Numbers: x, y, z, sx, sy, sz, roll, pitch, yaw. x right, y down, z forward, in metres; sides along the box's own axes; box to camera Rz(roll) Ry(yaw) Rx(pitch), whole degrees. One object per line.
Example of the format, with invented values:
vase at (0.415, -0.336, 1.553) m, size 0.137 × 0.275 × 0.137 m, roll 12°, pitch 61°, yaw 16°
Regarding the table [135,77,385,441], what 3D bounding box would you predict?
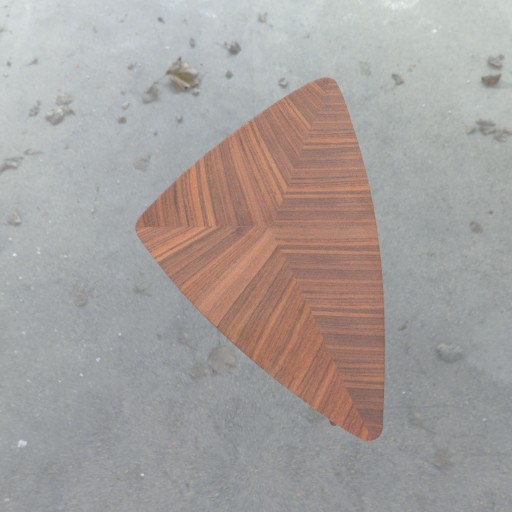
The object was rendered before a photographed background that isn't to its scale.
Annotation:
table at (0.000, 0.000, 1.270) m, size 0.601 × 0.365 × 1.008 m, roll -1°, pitch 64°, yaw 0°
